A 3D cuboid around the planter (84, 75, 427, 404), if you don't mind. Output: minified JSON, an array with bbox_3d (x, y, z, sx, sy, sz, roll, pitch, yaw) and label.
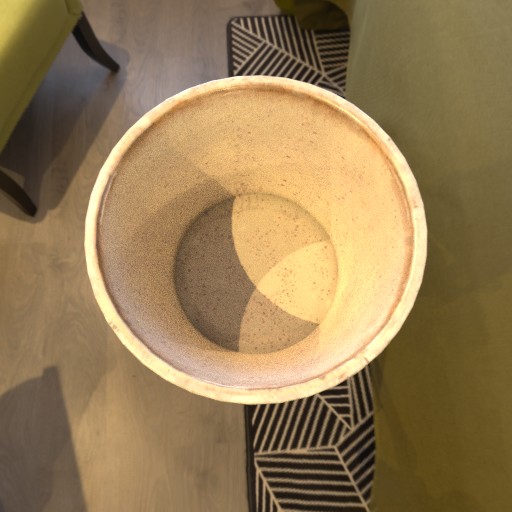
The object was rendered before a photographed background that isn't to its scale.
[{"bbox_3d":[0.000,0.000,0.310,0.186,0.144,0.186,0,76,0],"label":"planter"}]
